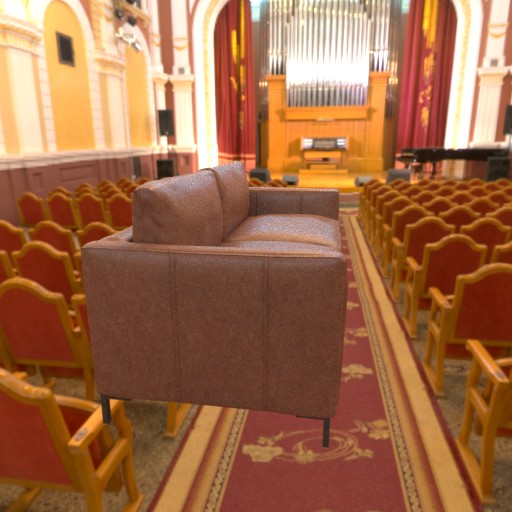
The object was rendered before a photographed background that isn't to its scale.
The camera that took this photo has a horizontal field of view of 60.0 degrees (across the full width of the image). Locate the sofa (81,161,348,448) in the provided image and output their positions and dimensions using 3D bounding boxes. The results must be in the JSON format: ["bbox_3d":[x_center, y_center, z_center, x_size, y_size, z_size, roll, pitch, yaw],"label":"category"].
[{"bbox_3d":[0.000,0.000,2.269,0.899,0.883,1.797,2,15,9],"label":"sofa"}]
